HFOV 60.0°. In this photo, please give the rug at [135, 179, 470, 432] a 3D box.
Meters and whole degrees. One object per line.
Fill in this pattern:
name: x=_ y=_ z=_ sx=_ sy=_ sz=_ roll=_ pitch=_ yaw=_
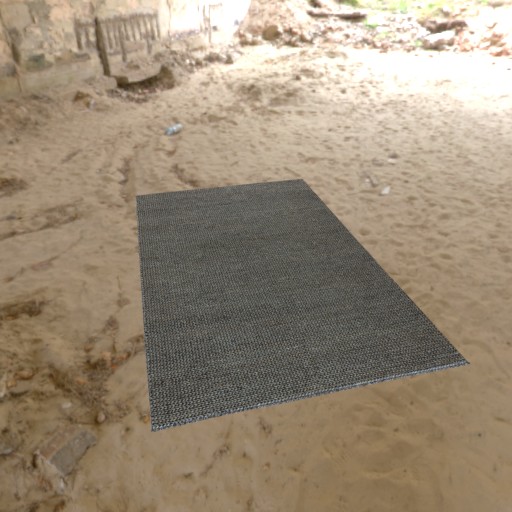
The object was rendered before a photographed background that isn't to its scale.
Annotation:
rug: x=0.000 y=0.000 z=3.007 sx=1.538 sy=0.021 sz=2.443 roll=-8 pitch=33 yaw=-12
